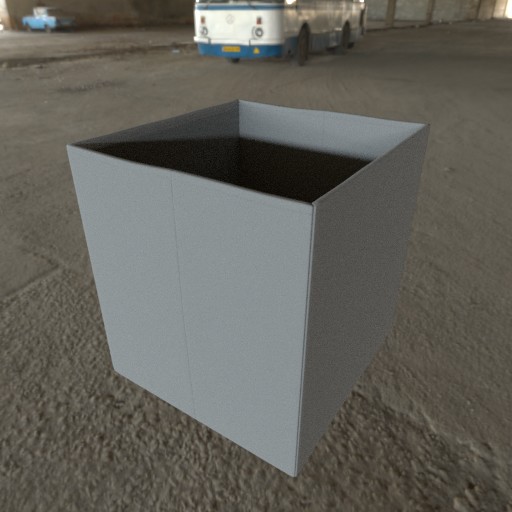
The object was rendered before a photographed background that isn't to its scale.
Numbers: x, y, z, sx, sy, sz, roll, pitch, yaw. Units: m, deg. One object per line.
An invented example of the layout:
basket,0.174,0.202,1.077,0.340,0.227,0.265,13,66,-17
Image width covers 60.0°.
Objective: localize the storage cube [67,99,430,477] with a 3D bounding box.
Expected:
storage cube,0.000,0.000,0.505,0.270,0.280,0.270,18,35,29
